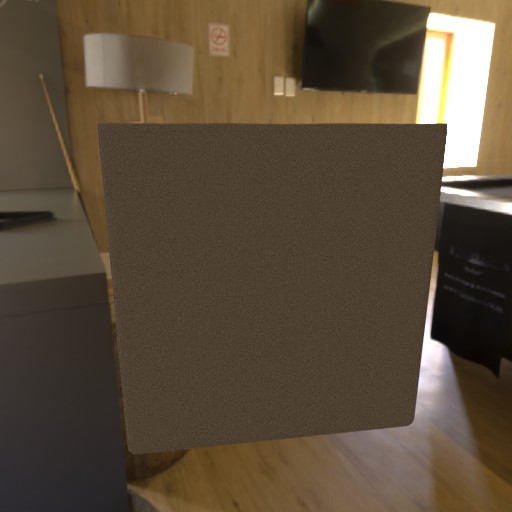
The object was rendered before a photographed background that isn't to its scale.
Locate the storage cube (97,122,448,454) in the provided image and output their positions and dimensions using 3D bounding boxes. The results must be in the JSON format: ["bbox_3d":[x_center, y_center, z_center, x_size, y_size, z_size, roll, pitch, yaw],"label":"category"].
[{"bbox_3d":[0.000,0.000,0.491,0.270,0.280,0.270,-2,16,-8],"label":"storage cube"}]
